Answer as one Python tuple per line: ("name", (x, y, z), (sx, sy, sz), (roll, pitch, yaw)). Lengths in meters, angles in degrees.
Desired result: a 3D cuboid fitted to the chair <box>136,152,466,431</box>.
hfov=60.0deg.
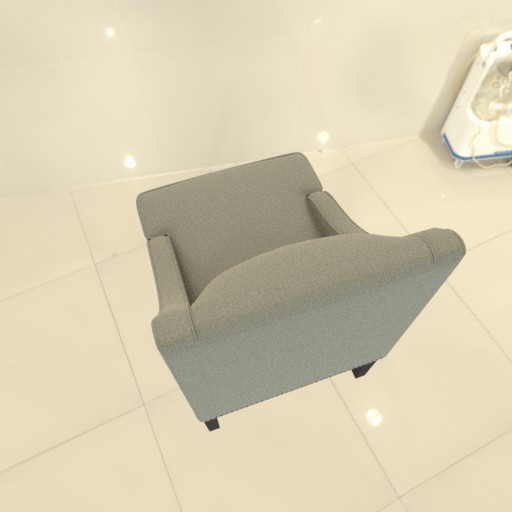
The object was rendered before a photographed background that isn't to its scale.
("chair", (0.000, 0.000, 1.323), (0.610, 0.864, 0.737), (-17, 61, -10))
